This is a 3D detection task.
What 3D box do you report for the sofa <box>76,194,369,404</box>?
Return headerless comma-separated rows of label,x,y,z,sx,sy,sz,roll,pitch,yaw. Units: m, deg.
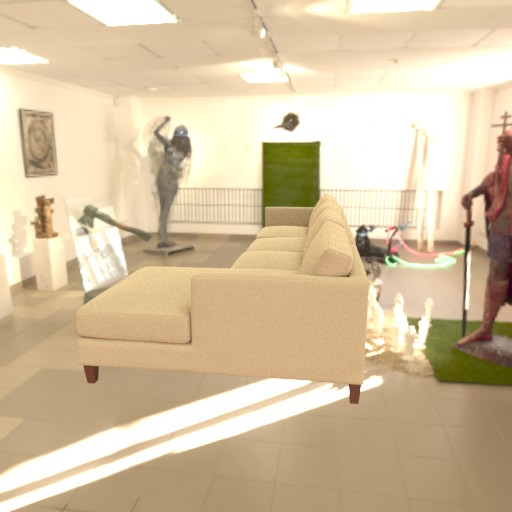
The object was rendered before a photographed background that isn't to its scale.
sofa,0.000,0.000,3.888,1.625,0.861,3.186,2,13,8
